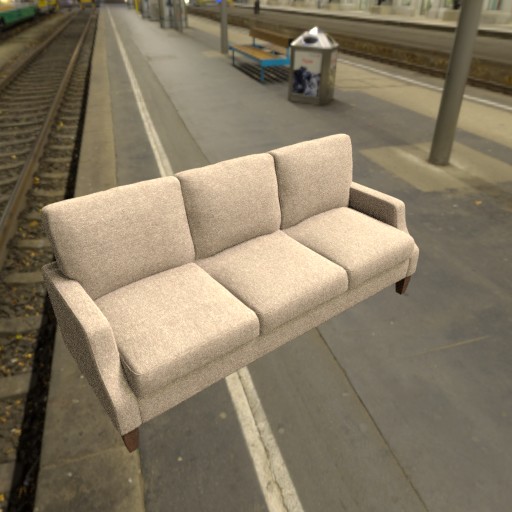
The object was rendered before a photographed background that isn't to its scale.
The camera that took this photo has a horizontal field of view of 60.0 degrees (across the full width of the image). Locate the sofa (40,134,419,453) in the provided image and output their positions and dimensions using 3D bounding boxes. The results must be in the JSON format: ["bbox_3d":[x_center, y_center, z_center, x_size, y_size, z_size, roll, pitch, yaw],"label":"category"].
[{"bbox_3d":[0.000,0.000,2.564,2.115,0.984,0.888,-22,37,-32],"label":"sofa"}]
